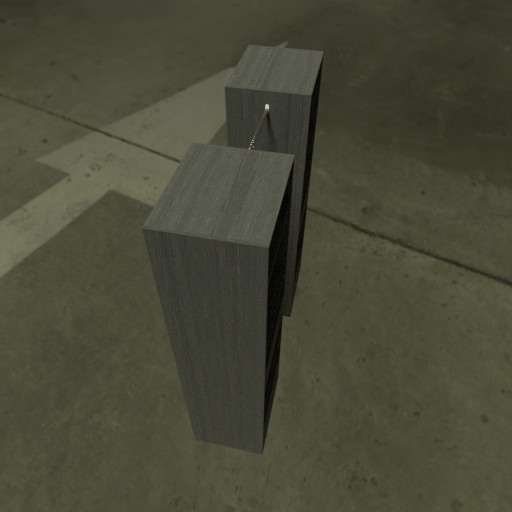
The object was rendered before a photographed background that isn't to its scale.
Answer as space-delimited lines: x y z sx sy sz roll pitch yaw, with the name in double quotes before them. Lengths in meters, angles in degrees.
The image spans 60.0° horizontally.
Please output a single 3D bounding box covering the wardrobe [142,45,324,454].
"wardrobe" 0.000 0.000 2.929 0.480 2.000 1.770 9 47 9
